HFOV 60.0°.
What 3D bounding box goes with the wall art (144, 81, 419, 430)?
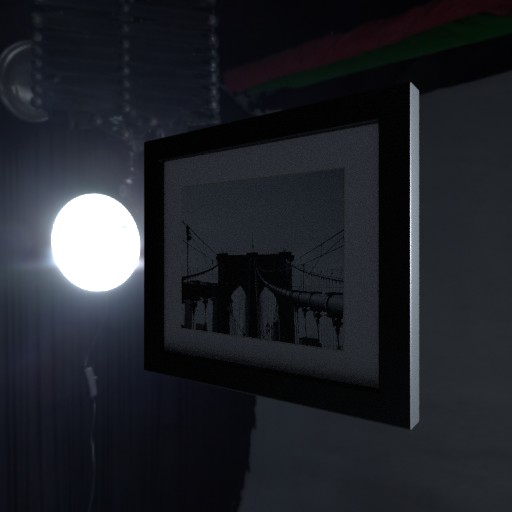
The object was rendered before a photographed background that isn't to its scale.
[{"bbox_3d":[0.000,0.000,0.541,0.380,0.330,0.028,0,0,36],"label":"wall art"}]
